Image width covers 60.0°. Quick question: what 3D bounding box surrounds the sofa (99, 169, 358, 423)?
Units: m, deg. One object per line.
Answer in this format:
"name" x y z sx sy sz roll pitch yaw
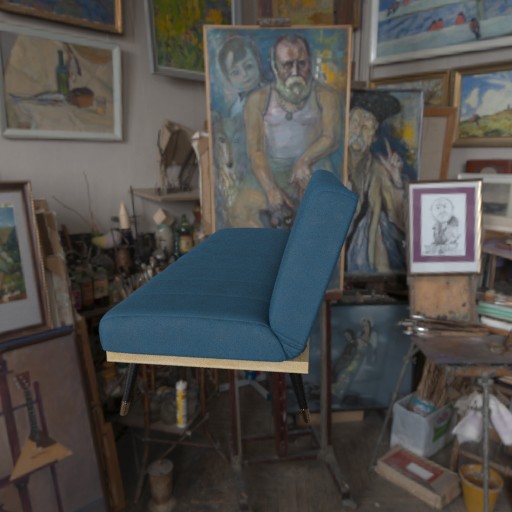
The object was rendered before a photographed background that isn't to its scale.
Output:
"sofa" 0.000 0.000 2.257 0.830 0.825 1.810 2 13 7
